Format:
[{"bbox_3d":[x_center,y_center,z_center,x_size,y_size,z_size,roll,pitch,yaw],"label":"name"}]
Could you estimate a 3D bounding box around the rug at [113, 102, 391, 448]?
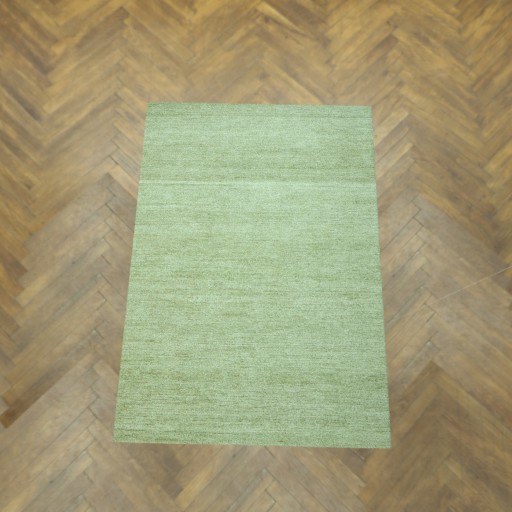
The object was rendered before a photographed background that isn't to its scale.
[{"bbox_3d":[0.000,0.000,2.865,1.606,0.017,2.270,1,74,0],"label":"rug"}]
